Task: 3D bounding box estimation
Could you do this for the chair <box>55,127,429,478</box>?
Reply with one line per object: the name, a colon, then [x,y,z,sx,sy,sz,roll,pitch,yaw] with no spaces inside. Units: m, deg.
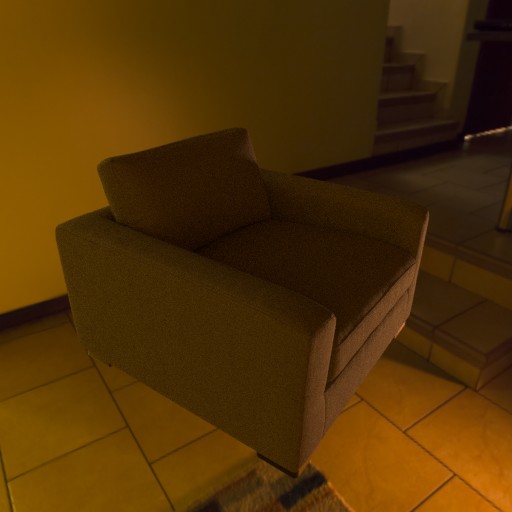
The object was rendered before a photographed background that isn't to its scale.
chair: [0.000,0.000,1.821,1.100,0.847,1.070,18,32,31]
